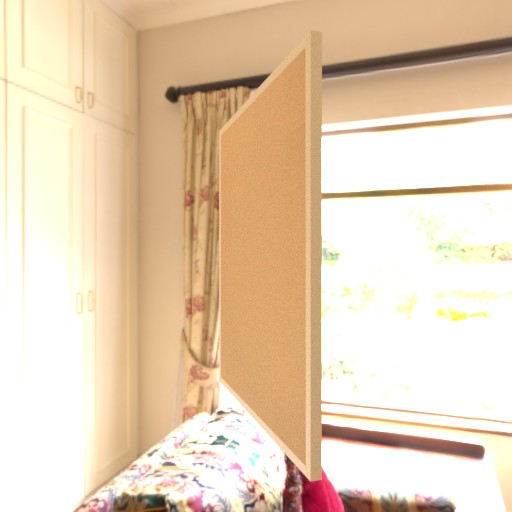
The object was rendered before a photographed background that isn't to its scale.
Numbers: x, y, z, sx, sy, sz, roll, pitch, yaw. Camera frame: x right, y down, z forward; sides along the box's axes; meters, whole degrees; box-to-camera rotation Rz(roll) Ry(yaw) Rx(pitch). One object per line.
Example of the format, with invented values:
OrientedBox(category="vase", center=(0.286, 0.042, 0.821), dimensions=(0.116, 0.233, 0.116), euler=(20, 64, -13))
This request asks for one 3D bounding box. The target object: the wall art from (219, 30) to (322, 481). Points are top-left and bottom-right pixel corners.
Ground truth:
OrientedBox(category="wall art", center=(0.000, 0.000, 0.631), dimensions=(0.013, 0.456, 0.382), euler=(0, 0, -19))
